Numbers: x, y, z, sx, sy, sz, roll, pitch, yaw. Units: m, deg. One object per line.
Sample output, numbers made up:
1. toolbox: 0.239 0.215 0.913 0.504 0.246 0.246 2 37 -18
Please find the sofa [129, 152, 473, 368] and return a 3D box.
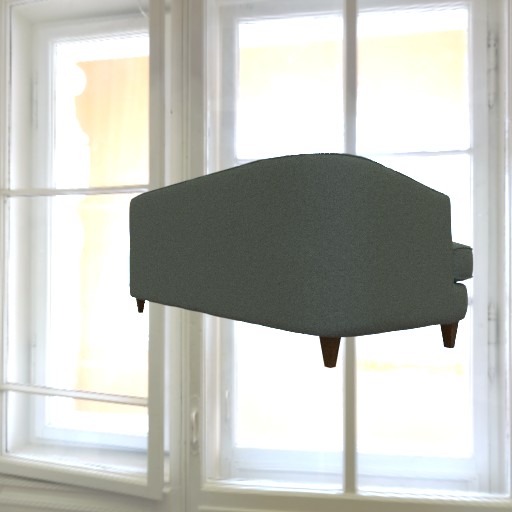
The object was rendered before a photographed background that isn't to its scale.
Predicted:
1. sofa: 0.000 0.000 2.717 0.941 0.855 2.278 0 0 -36
